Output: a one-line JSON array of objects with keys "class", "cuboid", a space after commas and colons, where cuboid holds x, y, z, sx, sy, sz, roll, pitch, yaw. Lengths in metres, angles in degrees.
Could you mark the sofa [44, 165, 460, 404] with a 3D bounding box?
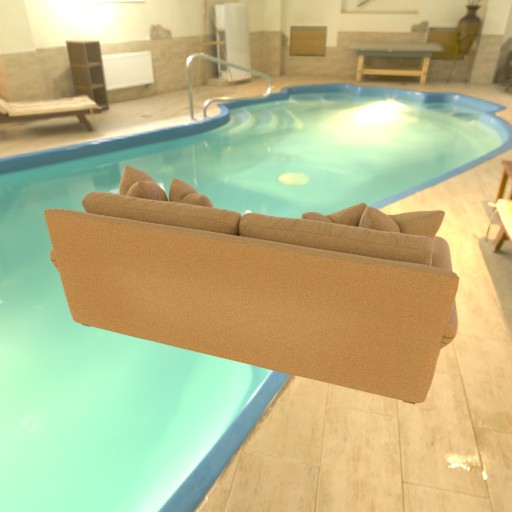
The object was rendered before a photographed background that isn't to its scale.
[{"class": "sofa", "cuboid": [0.000, 0.000, 2.773, 2.285, 0.904, 1.067, 9, 32, 16]}]
